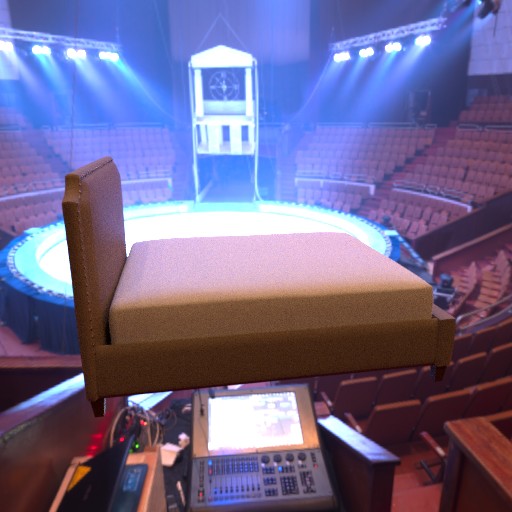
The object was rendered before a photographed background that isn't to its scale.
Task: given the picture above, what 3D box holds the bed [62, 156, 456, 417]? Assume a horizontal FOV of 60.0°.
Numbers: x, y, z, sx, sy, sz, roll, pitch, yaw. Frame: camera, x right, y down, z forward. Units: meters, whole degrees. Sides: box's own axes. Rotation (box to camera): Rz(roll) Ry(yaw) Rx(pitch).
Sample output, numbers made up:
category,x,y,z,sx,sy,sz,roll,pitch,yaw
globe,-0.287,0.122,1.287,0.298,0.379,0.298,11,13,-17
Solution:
category,x,y,z,sx,sy,sz,roll,pitch,yaw
bed,0.000,0.000,3.409,2.372,1.443,1.713,-3,17,-10
